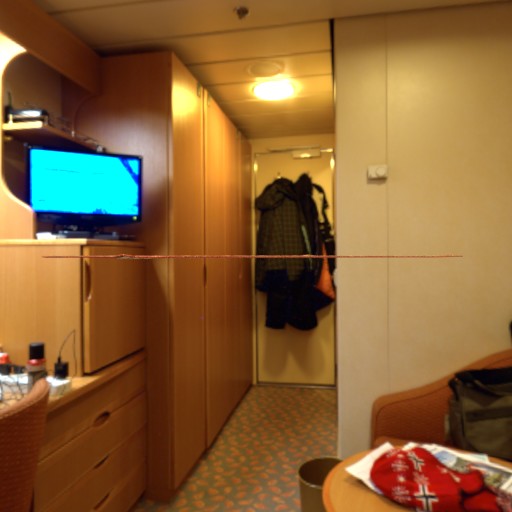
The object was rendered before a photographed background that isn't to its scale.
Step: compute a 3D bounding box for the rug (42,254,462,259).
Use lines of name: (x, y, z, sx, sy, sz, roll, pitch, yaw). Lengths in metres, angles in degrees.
rug: (0.000, 0.000, 2.873, 2.286, 0.026, 1.521, 0, 0, -36)
